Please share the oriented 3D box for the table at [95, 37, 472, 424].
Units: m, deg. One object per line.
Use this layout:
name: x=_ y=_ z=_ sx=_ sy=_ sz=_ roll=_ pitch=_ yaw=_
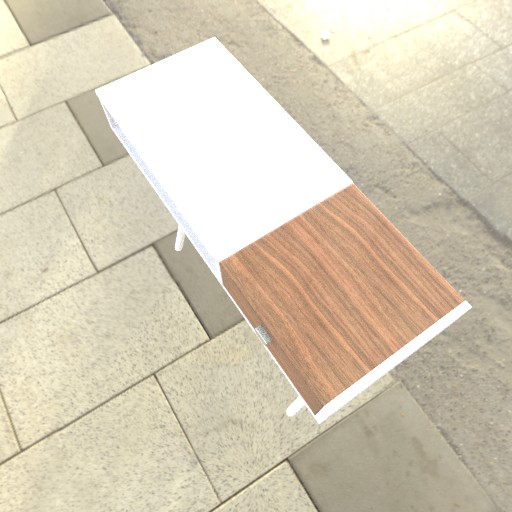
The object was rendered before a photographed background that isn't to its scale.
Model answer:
table: x=0.000 y=0.000 z=1.463 sx=0.418 sy=0.785 sz=1.066 roll=-31 pitch=67 yaw=-15
